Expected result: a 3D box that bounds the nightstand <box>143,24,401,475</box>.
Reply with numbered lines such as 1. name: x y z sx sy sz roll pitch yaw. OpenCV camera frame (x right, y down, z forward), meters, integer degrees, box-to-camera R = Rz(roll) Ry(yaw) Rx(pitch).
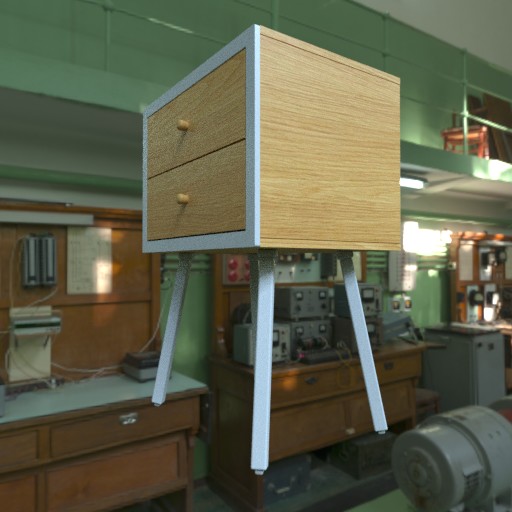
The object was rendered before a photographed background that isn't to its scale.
1. nightstand: 0.000 0.000 0.820 0.316 0.601 0.400 1 -1 -35
